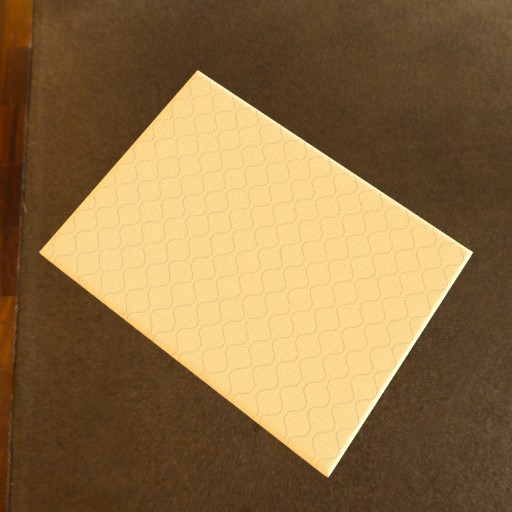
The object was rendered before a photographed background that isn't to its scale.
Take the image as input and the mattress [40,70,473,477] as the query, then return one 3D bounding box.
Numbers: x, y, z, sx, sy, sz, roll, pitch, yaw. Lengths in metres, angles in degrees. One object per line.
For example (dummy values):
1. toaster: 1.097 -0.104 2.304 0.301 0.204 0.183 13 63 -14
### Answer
1. mattress: 0.000 0.000 2.480 1.900 0.200 1.400 36 79 8
